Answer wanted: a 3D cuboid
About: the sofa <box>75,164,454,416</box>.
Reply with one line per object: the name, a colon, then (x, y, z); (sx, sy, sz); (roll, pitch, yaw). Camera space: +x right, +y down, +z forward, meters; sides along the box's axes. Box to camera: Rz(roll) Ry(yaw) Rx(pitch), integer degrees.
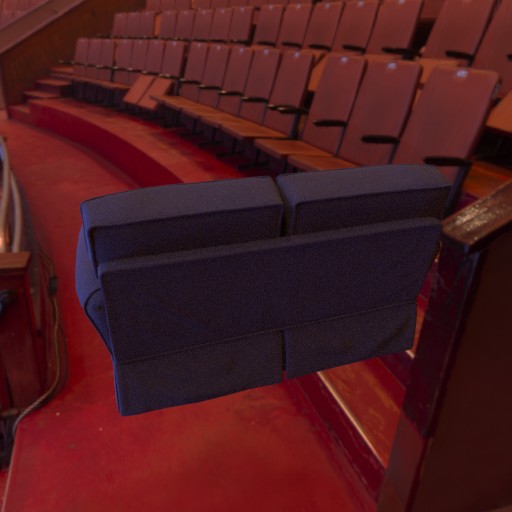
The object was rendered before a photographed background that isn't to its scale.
sofa: (0.000, 0.000, 2.402); (1.801, 1.059, 0.997); (-8, 27, -17)
